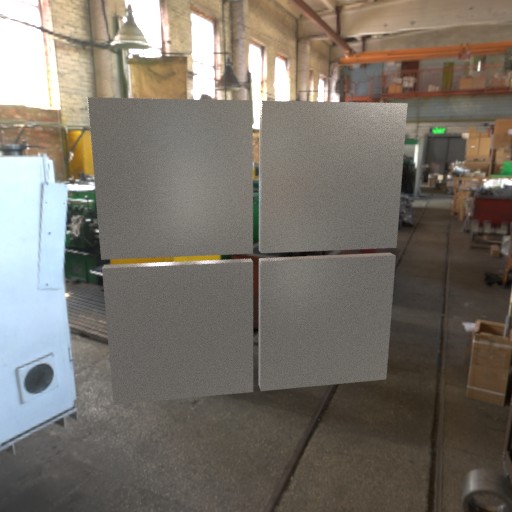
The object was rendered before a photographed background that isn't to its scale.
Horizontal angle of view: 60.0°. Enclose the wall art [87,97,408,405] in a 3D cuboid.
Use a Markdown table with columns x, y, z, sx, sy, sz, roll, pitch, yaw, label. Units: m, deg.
| x | y | z | sx | sy | sz | roll | pitch | yaw | label |
| --- | --- | --- | --- | --- | --- | --- | --- | --- | --- |
| 0.000 | 0.000 | 0.922 | 0.611 | 0.611 | 0.029 | -2 | 14 | -10 | wall art |
